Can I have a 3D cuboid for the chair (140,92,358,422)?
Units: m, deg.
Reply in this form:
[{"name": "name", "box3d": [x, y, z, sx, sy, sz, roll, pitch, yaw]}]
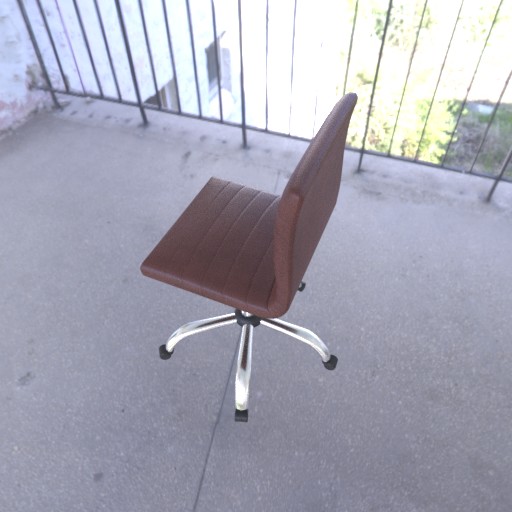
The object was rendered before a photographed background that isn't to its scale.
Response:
[{"name": "chair", "box3d": [0.000, 0.000, 1.149, 0.530, 0.780, 0.556, 17, 48, 15]}]
